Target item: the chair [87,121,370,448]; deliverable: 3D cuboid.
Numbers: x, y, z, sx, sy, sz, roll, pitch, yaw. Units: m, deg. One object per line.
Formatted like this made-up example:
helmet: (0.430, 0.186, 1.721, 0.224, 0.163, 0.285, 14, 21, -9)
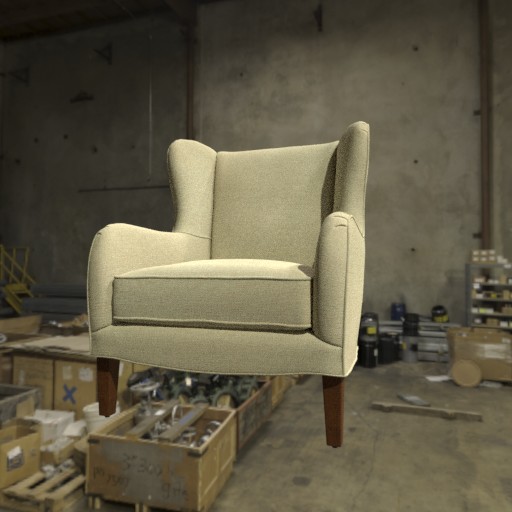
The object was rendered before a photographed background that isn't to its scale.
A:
chair: (0.000, 0.000, 1.699, 0.838, 1.040, 0.966, 0, -1, 19)
